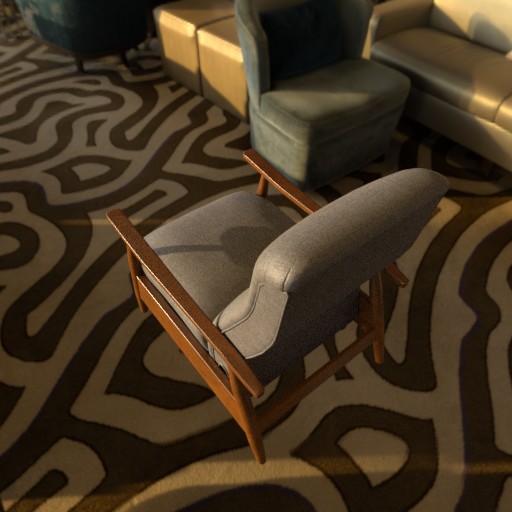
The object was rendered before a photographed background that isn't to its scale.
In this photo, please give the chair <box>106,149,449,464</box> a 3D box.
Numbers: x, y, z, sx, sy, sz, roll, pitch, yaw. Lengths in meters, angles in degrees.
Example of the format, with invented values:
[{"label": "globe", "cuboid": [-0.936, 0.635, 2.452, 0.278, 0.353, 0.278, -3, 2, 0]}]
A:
[{"label": "chair", "cuboid": [0.000, 0.000, 1.752, 0.762, 1.081, 1.014, -30, 53, -26]}]
